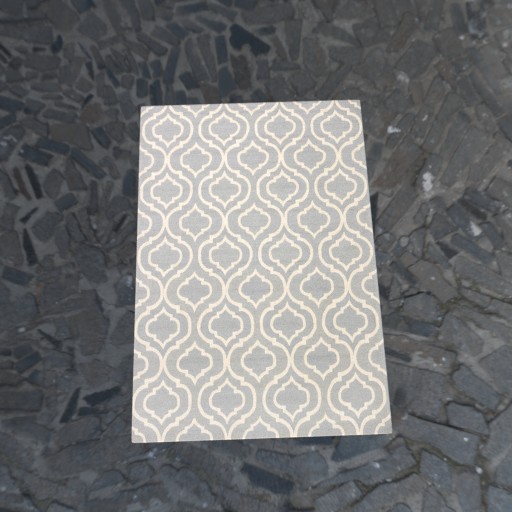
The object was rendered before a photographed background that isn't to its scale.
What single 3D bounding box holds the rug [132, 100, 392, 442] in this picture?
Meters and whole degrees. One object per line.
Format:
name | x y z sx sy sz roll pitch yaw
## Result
rug | 0.000 0.000 2.699 1.451 0.010 2.080 -2 77 0
